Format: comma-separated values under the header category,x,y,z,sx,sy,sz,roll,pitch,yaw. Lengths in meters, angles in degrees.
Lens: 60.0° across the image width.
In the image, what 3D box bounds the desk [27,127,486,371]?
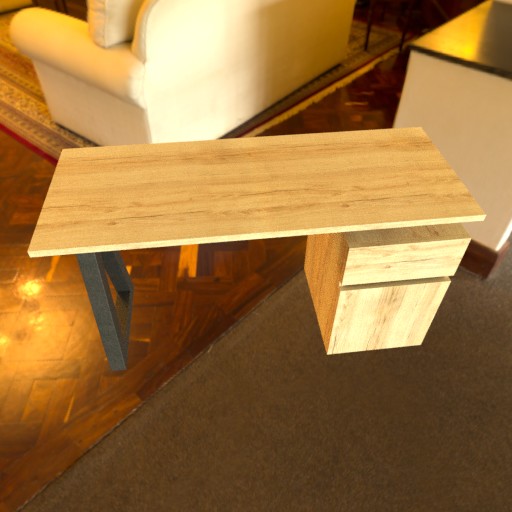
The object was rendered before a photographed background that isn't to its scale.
category,x,y,z,sx,sy,sz,roll,pitch,yaw
desk,0.000,0.000,1.805,1.400,0.760,0.550,-5,46,-5
